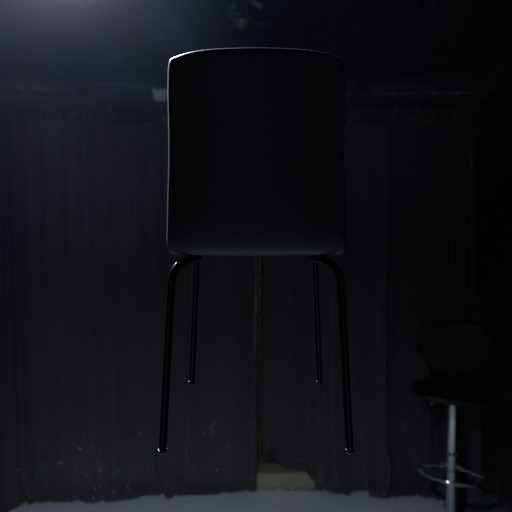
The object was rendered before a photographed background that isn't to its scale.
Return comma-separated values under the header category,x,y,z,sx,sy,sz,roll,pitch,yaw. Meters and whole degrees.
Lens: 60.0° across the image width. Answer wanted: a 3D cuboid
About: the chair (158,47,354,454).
category,x,y,z,sx,sy,sz,roll,pitch,yaw
chair,0.000,0.000,1.194,0.450,0.872,0.572,0,2,0
